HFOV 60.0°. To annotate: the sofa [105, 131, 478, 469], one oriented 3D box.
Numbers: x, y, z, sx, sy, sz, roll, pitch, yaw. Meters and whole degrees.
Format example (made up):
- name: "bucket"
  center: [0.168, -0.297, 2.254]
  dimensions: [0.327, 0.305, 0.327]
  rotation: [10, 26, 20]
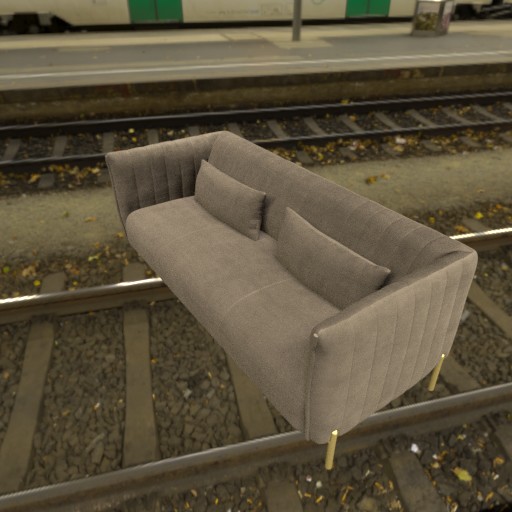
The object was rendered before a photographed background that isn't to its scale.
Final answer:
- name: "sofa"
  center: [0.000, 0.000, 2.399]
  dimensions: [0.876, 0.780, 1.980]
  rotation: [-21, 39, -29]
